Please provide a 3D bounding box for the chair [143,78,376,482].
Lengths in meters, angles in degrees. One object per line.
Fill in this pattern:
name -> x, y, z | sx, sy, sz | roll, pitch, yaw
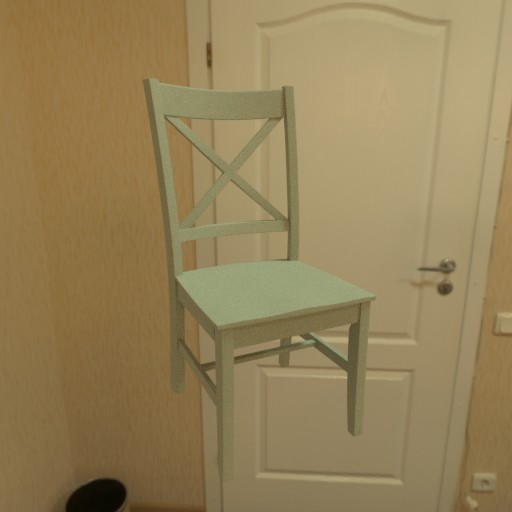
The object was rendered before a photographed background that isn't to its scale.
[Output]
chair -> 0.000, 0.000, 1.283 | 0.485, 0.983, 0.542 | -7, 17, -24
